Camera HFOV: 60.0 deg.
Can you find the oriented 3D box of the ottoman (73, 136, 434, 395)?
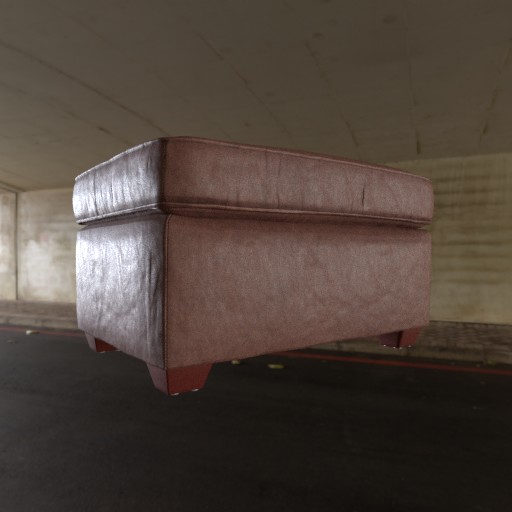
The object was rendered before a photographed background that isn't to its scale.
[{"bbox_3d":[0.000,0.000,1.082,0.749,0.449,0.548,0,0,-36],"label":"ottoman"}]
